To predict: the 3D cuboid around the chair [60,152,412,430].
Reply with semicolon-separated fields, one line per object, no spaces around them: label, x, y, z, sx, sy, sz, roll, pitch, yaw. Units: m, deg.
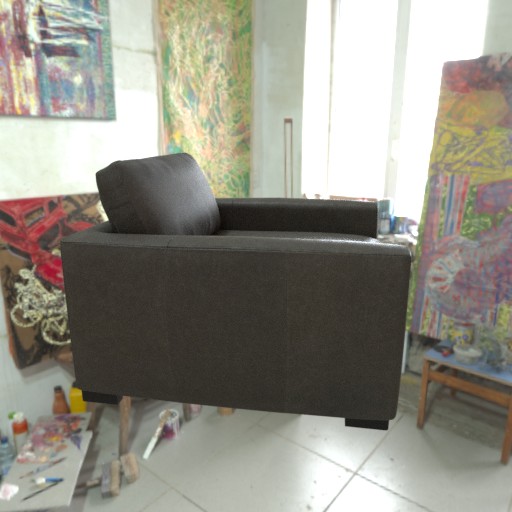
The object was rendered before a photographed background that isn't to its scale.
chair;0.000;0.000;1.816;1.080;0.807;1.106;2;15;9
